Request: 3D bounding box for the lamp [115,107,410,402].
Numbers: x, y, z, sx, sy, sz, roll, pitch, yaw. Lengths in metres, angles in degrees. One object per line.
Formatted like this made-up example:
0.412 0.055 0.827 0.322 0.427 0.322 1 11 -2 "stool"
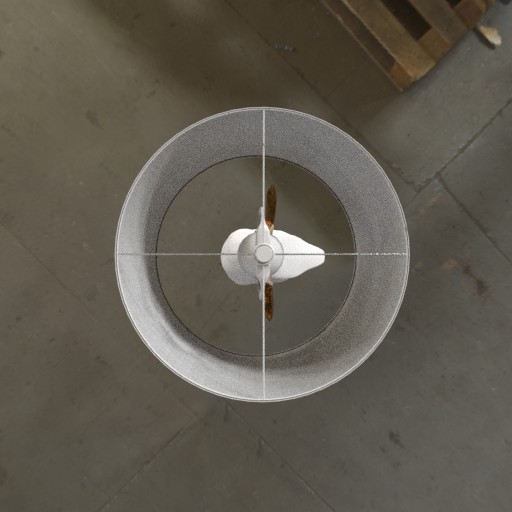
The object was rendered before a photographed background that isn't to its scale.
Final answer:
0.000 0.000 0.694 0.298 0.503 0.298 0 90 -2 "lamp"
